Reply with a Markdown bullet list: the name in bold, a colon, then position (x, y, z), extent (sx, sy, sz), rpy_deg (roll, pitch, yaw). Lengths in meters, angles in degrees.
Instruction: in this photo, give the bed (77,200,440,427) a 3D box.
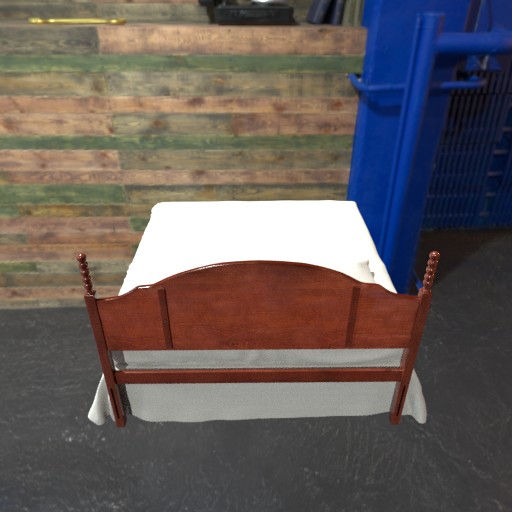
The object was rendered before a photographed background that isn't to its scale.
- **bed**: position (0.000, 0.000, 3.587), extent (2.322, 1.355, 2.219), rpy_deg (0, 32, -1)
